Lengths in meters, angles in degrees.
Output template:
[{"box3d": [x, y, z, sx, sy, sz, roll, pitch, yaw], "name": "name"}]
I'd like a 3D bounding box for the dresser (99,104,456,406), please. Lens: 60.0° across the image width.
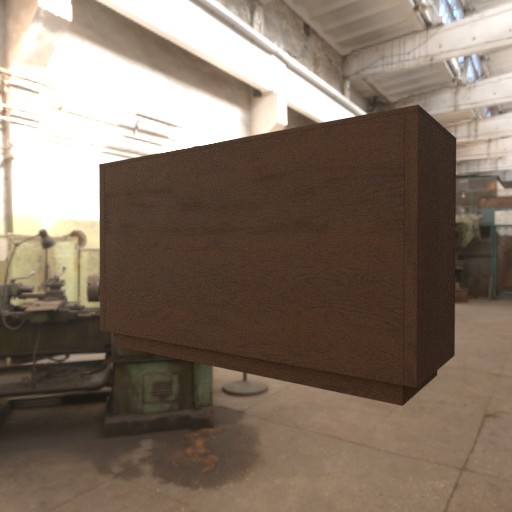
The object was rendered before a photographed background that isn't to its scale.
[{"box3d": [0.000, 0.000, 1.928, 1.523, 0.889, 0.512, 1, 1, 36], "name": "dresser"}]
